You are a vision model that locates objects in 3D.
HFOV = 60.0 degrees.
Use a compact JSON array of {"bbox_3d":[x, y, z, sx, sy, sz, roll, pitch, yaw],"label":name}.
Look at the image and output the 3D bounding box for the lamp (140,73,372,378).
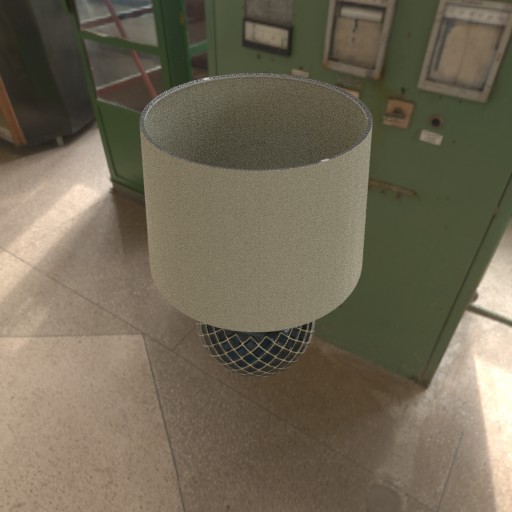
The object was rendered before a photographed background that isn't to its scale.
[{"bbox_3d":[0.000,0.000,0.806,0.376,0.540,0.376,0,41,0],"label":"lamp"}]
